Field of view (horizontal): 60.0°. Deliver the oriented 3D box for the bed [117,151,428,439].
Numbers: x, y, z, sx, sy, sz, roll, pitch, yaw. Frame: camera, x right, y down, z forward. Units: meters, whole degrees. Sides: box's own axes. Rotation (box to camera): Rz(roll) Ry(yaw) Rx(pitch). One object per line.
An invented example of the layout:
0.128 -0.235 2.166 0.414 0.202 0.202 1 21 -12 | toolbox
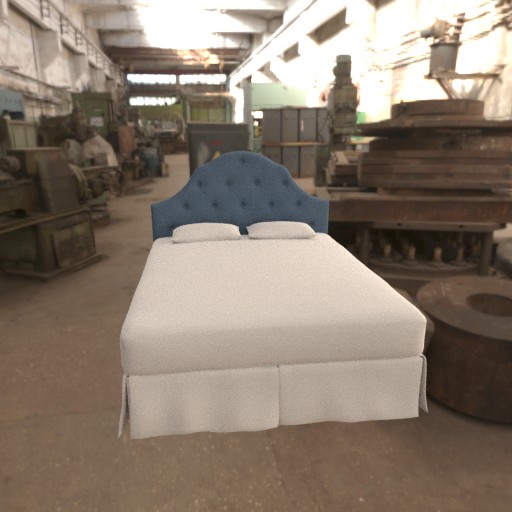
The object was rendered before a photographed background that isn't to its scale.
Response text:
0.000 0.000 3.779 2.039 1.617 2.477 -2 16 -7 | bed
